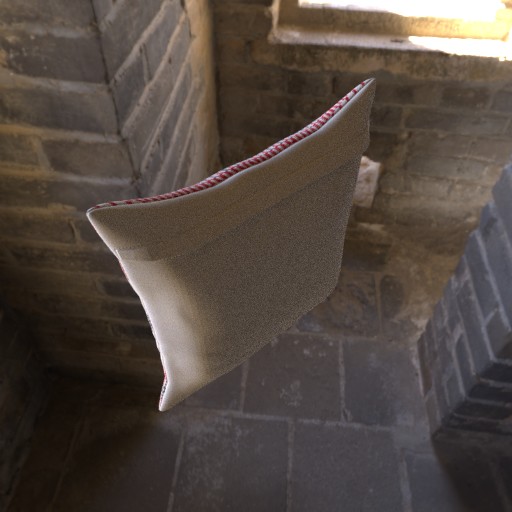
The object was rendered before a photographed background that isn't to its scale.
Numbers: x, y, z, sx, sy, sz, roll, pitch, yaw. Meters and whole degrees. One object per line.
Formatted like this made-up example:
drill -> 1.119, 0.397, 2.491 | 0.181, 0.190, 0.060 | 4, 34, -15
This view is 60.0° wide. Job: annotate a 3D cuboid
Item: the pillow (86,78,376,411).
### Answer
pillow -> 0.000, 0.000, 0.714 | 0.463, 0.454, 0.160 | -33, 54, -28
